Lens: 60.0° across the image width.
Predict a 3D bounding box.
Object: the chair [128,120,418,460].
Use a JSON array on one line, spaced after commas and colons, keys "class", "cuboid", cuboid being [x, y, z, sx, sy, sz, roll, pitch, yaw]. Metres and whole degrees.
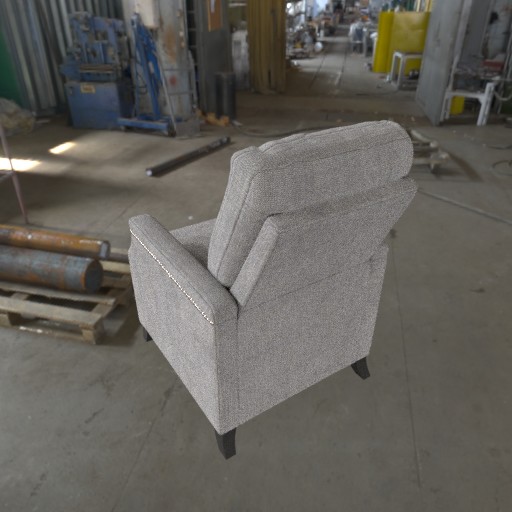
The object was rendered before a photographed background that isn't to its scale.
[{"class": "chair", "cuboid": [0.000, 0.000, 1.632, 0.710, 1.049, 0.922, -19, 35, -29]}]
